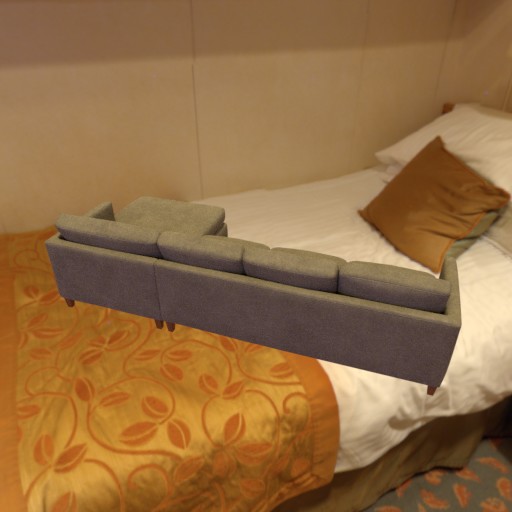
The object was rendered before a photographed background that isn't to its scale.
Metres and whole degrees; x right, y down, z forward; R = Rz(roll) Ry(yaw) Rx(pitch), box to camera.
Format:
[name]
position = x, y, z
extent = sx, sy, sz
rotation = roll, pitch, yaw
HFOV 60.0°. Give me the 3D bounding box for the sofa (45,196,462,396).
[sofa]
position = 0.000, 0.000, 4.195
extent = 3.471, 0.950, 1.604
rotation = 10, 34, 16
